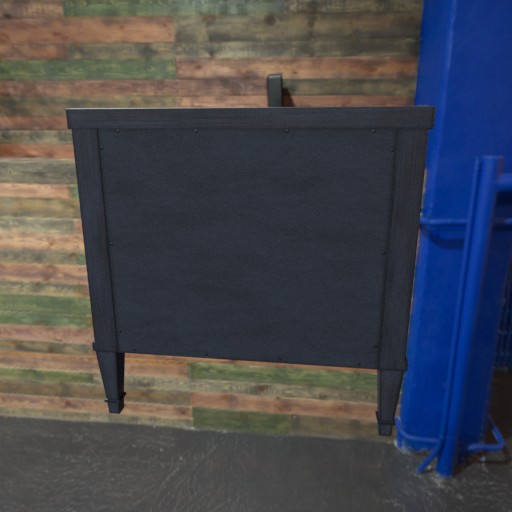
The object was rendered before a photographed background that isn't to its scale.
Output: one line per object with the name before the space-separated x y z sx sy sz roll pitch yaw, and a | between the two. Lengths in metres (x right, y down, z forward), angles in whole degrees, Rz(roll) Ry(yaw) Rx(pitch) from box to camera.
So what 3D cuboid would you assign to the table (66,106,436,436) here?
table | 0.000 0.000 1.067 0.660 0.660 0.413 2 16 7
